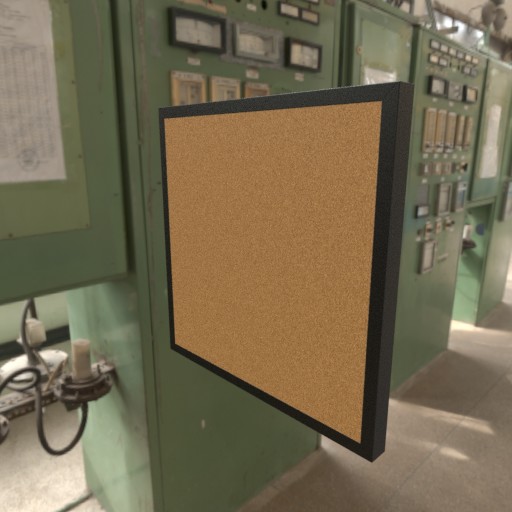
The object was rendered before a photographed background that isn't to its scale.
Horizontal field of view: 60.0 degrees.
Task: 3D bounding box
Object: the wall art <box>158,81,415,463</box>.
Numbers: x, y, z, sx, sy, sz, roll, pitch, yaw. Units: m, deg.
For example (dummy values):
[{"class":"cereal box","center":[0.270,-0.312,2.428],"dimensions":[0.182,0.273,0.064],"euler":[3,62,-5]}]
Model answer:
[{"class":"wall art","center":[0.000,0.000,0.754],"dimensions":[0.036,0.508,0.508],"euler":[-13,19,-43]}]
